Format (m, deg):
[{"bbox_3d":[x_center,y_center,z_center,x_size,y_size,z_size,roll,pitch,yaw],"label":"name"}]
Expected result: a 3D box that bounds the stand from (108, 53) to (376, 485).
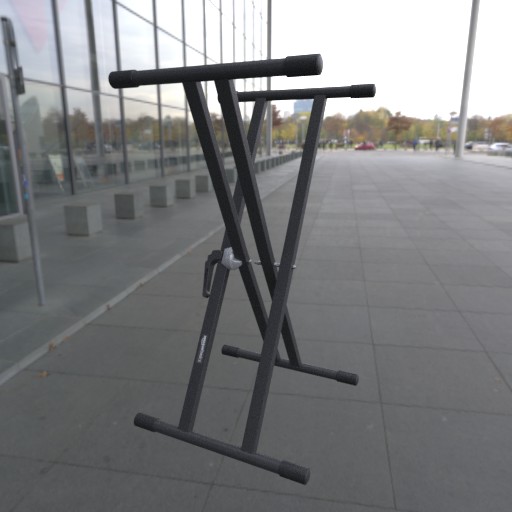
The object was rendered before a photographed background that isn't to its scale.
[{"bbox_3d":[0.000,0.000,1.198,0.495,0.900,0.503,7,16,25],"label":"stand"}]
